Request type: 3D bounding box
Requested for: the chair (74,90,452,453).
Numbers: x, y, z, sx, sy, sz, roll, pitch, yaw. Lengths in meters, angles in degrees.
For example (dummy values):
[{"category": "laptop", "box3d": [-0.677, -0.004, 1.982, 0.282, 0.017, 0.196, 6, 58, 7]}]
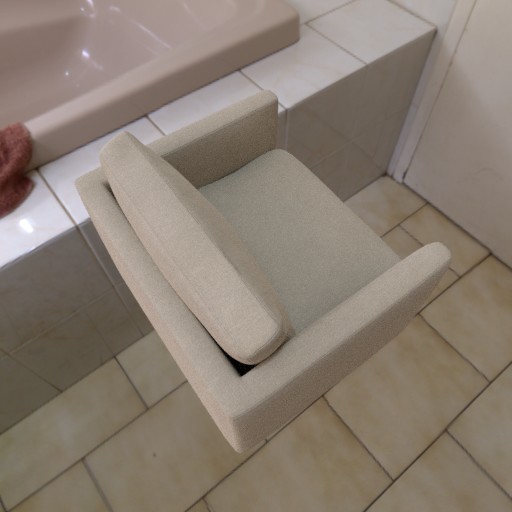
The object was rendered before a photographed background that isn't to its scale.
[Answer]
[{"category": "chair", "box3d": [0.000, 0.000, 1.811, 0.959, 0.961, 1.107, -31, 63, -18]}]
